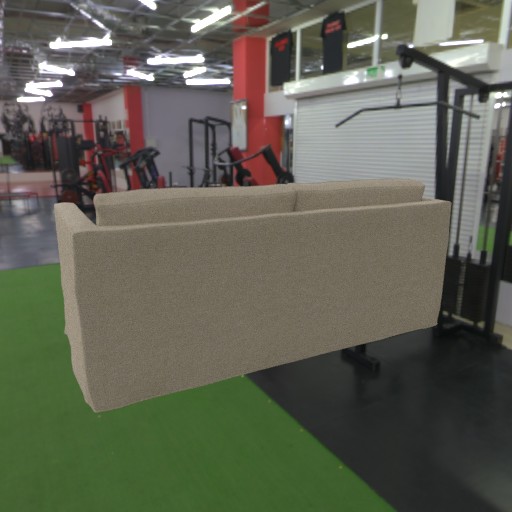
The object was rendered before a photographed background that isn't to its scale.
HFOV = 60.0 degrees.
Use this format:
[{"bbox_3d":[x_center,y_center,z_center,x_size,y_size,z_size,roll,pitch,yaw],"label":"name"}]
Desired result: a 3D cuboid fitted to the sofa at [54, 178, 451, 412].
[{"bbox_3d":[0.000,0.000,2.460,1.987,0.847,0.956,-7,16,-27],"label":"sofa"}]
